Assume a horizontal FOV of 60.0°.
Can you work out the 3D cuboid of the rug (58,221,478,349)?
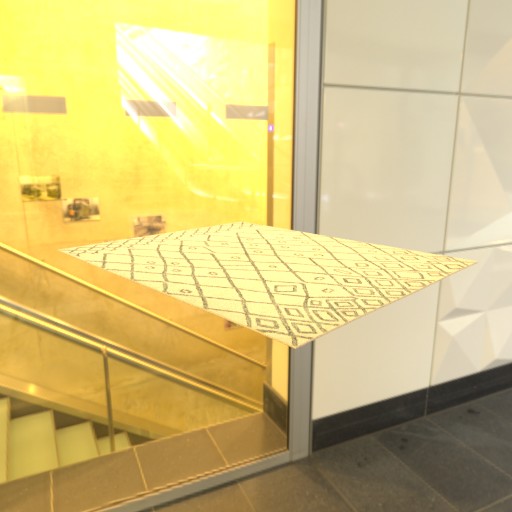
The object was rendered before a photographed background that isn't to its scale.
[{"bbox_3d":[0.000,0.000,4.083,2.446,0.015,3.046,-13,19,-43],"label":"rug"}]
